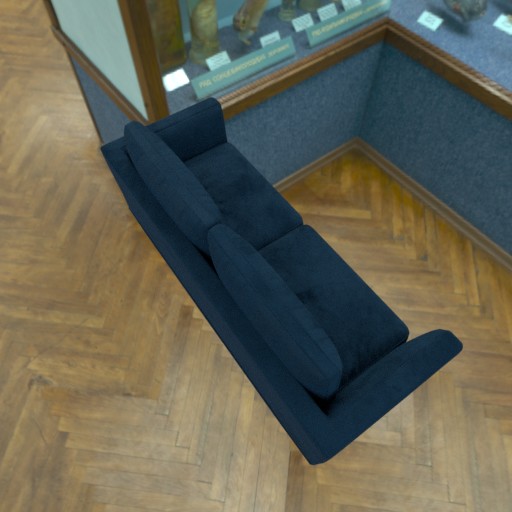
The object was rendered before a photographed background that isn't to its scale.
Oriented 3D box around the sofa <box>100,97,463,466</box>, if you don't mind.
[{"bbox_3d":[0.000,0.000,2.629,0.853,0.998,2.212,-31,63,-18],"label":"sofa"}]
